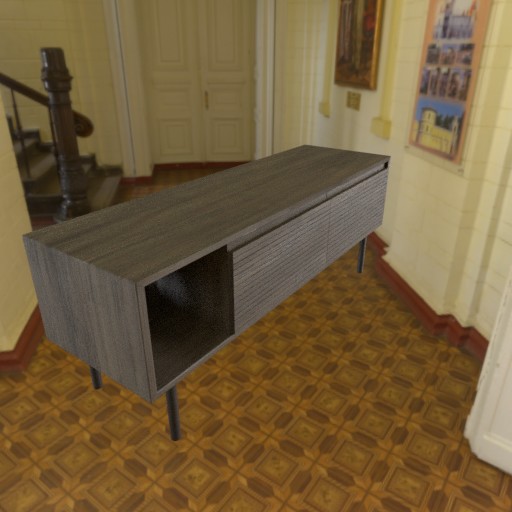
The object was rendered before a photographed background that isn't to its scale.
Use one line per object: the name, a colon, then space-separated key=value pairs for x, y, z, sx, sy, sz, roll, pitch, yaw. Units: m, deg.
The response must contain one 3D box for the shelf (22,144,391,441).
shelf: x=0.000 y=0.000 z=1.500 sx=0.400 sy=0.495 sz=1.300 roll=17 pitch=30 yaw=32
